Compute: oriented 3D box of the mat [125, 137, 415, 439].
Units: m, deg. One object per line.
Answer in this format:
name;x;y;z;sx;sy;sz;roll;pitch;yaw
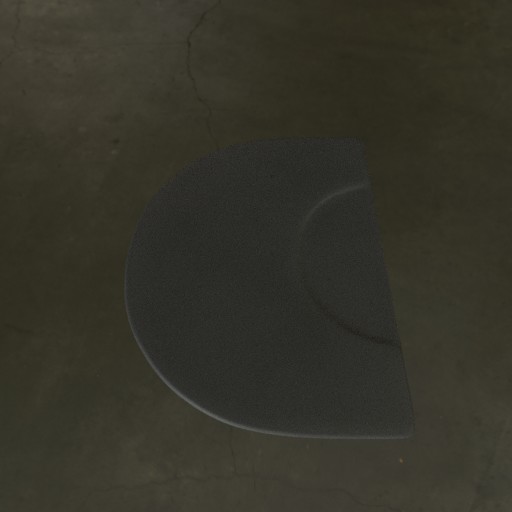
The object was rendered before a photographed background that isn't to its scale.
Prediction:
mat;0.000;0.000;1.578;0.917;0.016;1.220;0;57;0
